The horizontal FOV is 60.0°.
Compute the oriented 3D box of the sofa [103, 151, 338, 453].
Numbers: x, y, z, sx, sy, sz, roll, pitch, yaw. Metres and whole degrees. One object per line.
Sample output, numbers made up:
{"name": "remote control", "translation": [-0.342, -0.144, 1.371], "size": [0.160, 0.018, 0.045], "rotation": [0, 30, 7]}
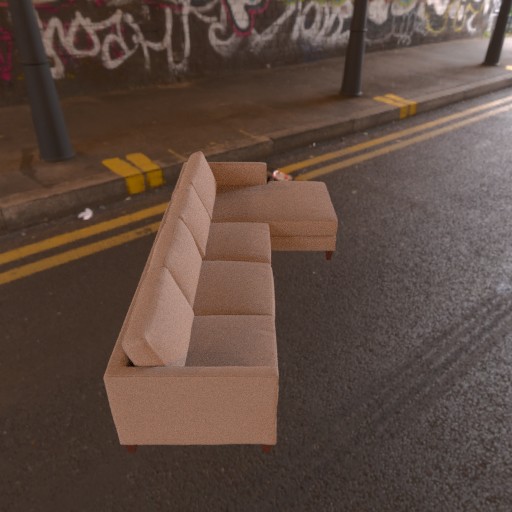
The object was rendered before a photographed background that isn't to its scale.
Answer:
{"name": "sofa", "translation": [0.000, 0.000, 3.788], "size": [1.625, 0.861, 3.186], "rotation": [0, 32, 0]}
